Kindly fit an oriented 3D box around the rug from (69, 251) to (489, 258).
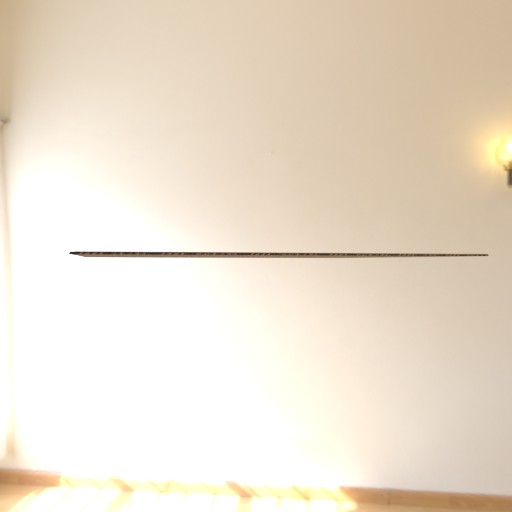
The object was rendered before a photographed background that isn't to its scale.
[{"bbox_3d":[0.000,0.000,3.910,2.902,0.017,2.306,0,-1,-19],"label":"rug"}]
